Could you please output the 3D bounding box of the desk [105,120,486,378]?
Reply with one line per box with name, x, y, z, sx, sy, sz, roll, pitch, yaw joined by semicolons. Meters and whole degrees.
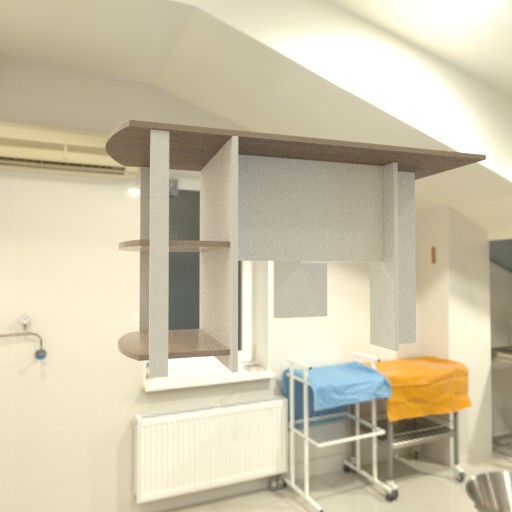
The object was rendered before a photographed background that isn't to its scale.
desk;0.000;0.000;2.036;1.303;0.716;1.361;0;-2;-18
